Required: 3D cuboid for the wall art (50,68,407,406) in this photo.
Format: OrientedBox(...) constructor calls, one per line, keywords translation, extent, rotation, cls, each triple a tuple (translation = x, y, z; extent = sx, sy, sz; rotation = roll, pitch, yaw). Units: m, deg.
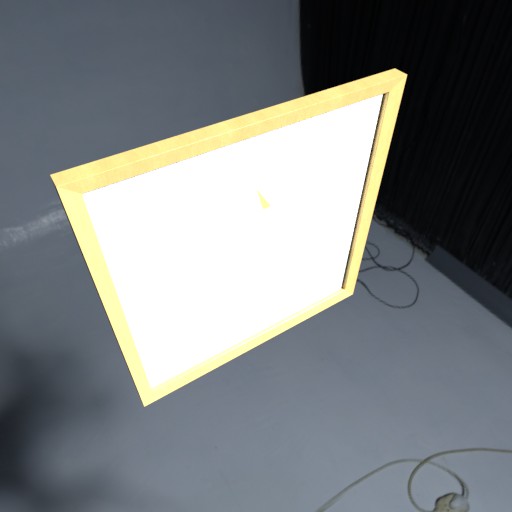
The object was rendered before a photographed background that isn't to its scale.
OrientedBox(translation=(0.000, 0.000, 2.843), extent=(1.935, 1.936, 0.097), rotation=(-24, 51, -22), cls="wall art")
